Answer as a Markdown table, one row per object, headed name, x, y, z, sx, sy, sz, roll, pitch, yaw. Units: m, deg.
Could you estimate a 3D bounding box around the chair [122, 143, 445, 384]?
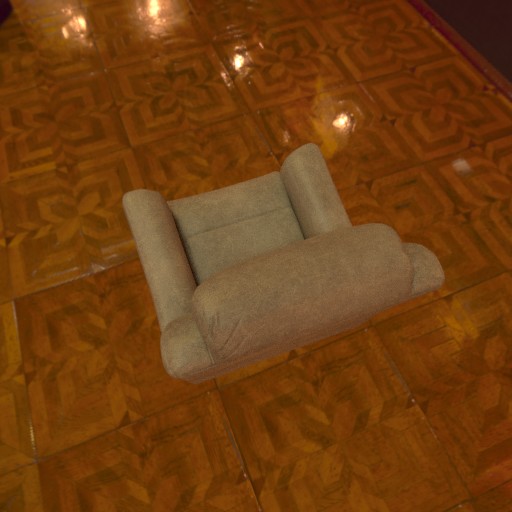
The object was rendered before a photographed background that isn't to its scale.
| name | x | y | z | sx | sy | sz | roll | pitch | yaw |
| --- | --- | --- | --- | --- | --- | --- | --- | --- | --- |
| chair | 0.000 | 0.000 | 1.899 | 0.965 | 1.116 | 1.068 | -17 | 61 | -10 |
